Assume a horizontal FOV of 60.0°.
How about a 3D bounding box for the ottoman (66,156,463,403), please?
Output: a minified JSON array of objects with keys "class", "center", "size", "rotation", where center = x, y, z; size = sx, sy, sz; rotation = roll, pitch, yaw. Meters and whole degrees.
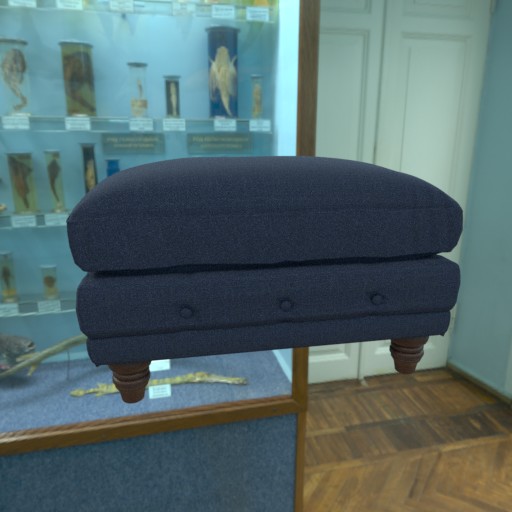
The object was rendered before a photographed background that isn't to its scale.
[{"class":"ottoman","center":[0.000,0.000,1.106],"size":[0.767,0.486,0.558],"rotation":[-3,15,-10]}]
